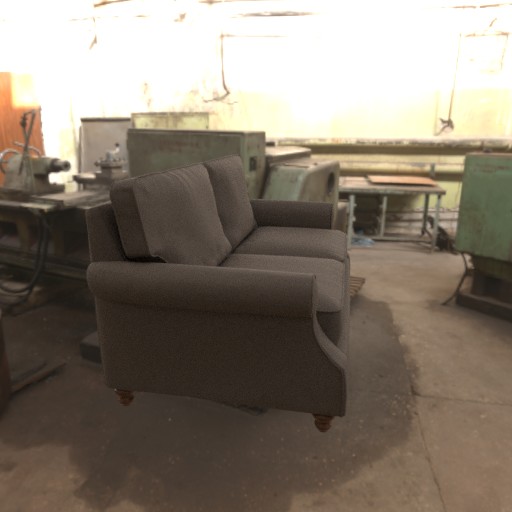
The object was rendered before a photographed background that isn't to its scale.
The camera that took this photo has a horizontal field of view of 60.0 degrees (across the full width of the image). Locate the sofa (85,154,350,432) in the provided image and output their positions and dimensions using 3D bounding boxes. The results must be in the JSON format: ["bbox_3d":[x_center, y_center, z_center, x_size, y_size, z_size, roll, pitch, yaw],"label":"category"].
[{"bbox_3d":[0.000,0.000,2.258,0.964,0.937,1.665,3,16,11],"label":"sofa"}]
